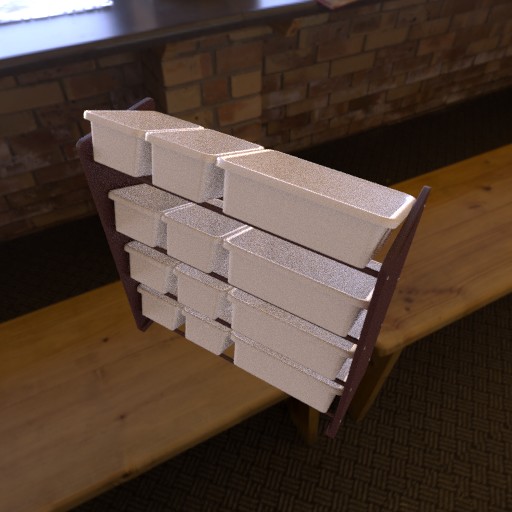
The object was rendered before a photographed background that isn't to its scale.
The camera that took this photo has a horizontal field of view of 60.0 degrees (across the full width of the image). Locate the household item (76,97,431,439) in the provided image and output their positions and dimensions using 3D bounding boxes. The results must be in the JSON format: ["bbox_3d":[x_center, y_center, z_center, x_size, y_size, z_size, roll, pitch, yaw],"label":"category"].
[{"bbox_3d":[0.000,0.000,1.300,0.787,0.864,0.389,23,51,21],"label":"household item"}]
